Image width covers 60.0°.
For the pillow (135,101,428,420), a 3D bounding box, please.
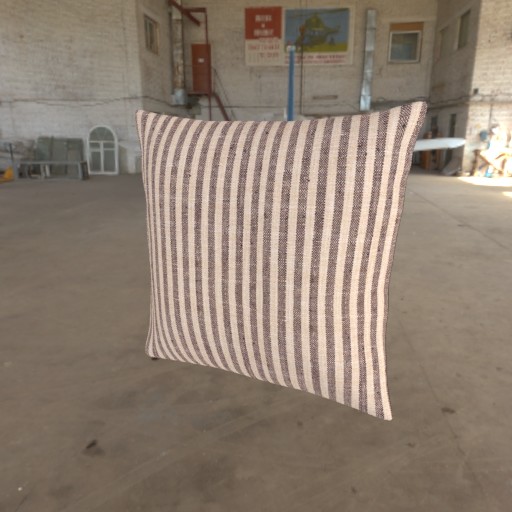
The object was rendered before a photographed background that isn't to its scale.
[{"bbox_3d":[0.000,0.000,0.787,0.523,0.506,0.166,8,17,25],"label":"pillow"}]
